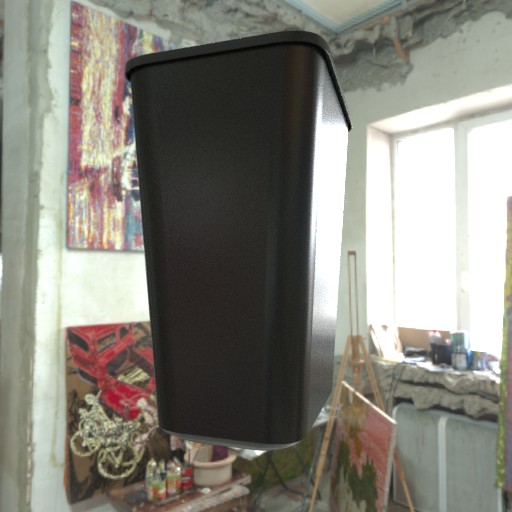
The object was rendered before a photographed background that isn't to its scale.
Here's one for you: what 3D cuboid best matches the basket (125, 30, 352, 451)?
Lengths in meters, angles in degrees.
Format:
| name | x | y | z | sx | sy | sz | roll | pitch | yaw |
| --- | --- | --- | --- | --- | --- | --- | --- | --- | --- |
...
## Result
| name | x | y | z | sx | sy | sz | roll | pitch | yaw |
| --- | --- | --- | --- | --- | --- | --- | --- | --- | --- |
| basket | 0.000 | 0.000 | 0.732 | 0.287 | 0.521 | 0.394 | -1 | -2 | 18 |
